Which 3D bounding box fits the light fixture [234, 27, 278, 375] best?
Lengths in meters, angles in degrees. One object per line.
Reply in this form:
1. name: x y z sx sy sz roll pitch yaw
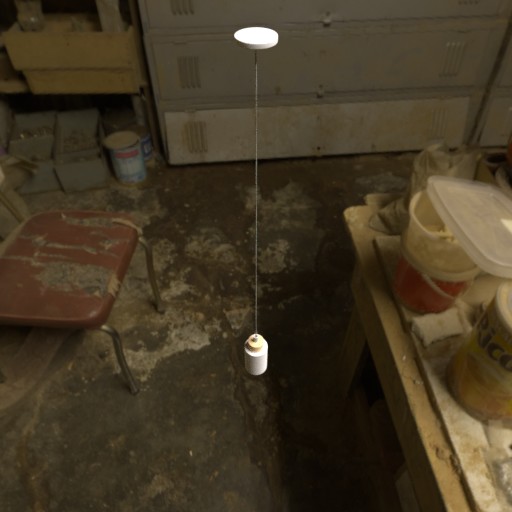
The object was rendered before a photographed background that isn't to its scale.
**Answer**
1. light fixture: 0.000 0.000 1.902 0.125 1.798 0.125 -3 46 -3
